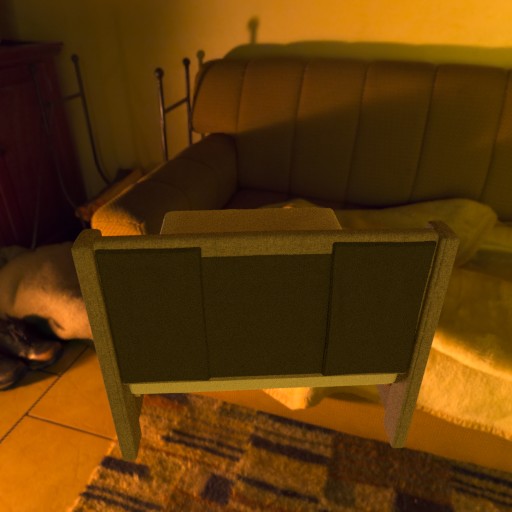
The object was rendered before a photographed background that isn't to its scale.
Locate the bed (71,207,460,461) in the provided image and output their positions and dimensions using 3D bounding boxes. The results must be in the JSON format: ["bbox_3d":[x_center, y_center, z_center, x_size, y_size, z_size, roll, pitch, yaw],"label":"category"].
[{"bbox_3d":[0.000,0.000,3.264,1.714,1.481,2.245,-2,31,-3],"label":"bed"}]
